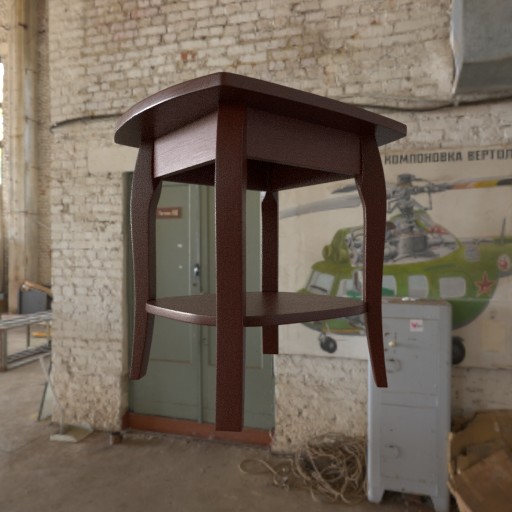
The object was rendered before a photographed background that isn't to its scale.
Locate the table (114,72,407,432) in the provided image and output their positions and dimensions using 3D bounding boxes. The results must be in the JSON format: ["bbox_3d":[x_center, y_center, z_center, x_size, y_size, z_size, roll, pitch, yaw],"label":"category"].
[{"bbox_3d":[0.000,0.000,0.877,0.502,0.496,0.433,0,1,-37],"label":"table"}]
